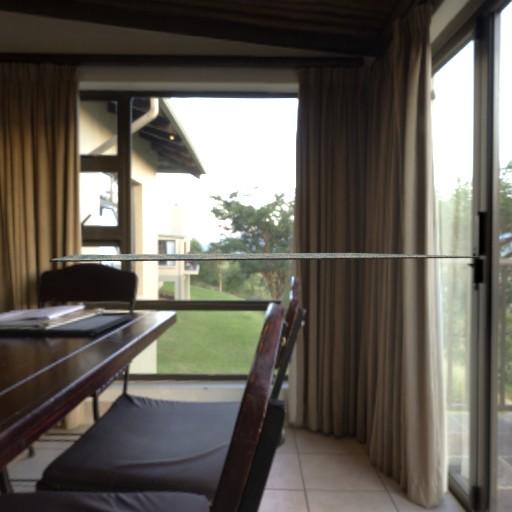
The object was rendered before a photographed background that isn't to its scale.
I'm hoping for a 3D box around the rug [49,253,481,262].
[{"bbox_3d":[0.000,0.000,2.245,1.795,0.008,1.102,0,1,-18],"label":"rug"}]
